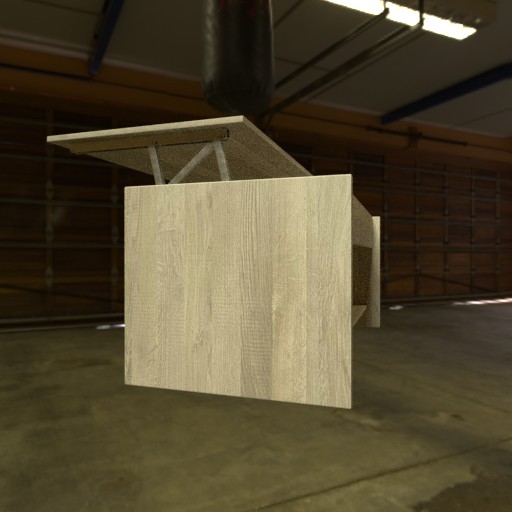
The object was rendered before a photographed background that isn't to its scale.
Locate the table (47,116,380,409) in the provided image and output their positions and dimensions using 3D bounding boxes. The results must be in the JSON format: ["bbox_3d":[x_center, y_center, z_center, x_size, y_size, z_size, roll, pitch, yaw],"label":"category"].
[{"bbox_3d":[0.000,0.000,1.413,0.712,0.570,1.000,0,0,19],"label":"table"}]
